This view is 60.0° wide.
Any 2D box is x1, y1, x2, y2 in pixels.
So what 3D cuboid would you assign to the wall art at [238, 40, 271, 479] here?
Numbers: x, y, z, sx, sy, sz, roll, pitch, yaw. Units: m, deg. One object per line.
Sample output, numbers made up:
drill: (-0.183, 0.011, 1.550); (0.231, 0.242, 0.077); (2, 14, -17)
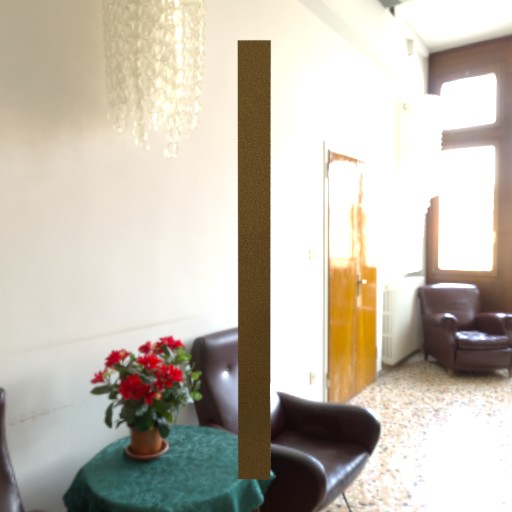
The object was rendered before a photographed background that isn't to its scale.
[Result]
wall art: (0.000, 0.000, 0.766); (0.038, 0.508, 0.507); (0, 2, 0)
